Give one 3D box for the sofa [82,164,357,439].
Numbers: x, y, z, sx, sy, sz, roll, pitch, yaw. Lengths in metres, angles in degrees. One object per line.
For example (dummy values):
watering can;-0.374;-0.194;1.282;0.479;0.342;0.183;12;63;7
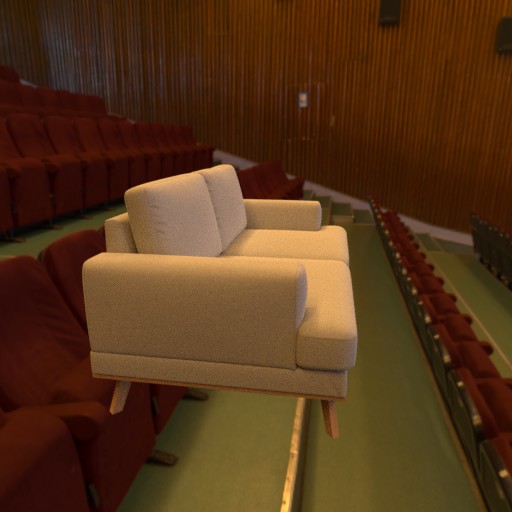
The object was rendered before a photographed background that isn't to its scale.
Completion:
sofa;0.000;0.000;2.179;0.915;0.810;1.651;3;15;10
